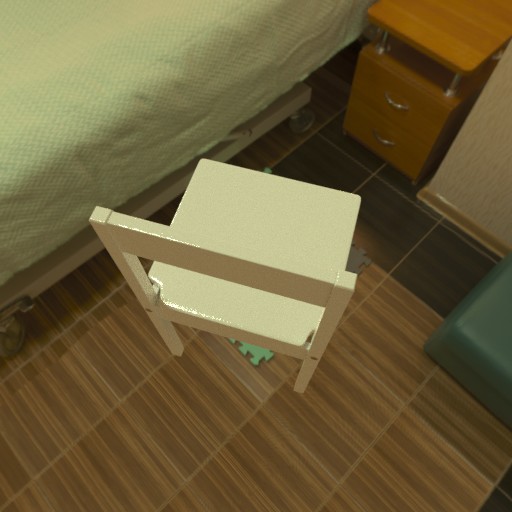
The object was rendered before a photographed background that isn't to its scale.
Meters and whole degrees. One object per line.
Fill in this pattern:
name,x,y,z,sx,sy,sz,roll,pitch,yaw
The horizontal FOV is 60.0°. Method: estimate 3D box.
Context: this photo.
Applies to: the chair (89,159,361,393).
chair,0.000,0.000,0.934,0.367,0.668,0.361,15,63,8
